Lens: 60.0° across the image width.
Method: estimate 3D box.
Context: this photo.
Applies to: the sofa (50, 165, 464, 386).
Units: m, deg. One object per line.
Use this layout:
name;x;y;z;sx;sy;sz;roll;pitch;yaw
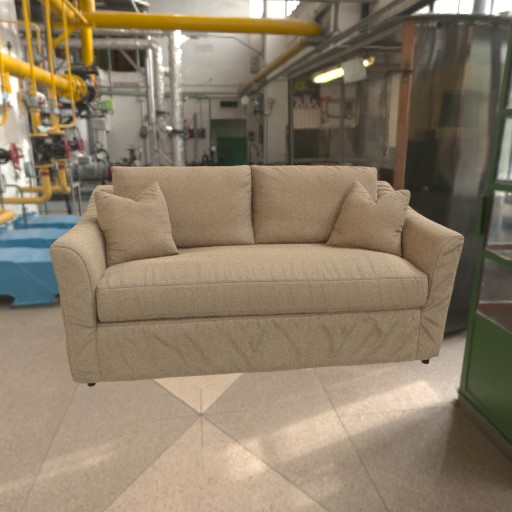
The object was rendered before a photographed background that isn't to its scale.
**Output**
sofa;0.000;0.000;2.631;2.010;1.018;1.072;-2;16;-7
